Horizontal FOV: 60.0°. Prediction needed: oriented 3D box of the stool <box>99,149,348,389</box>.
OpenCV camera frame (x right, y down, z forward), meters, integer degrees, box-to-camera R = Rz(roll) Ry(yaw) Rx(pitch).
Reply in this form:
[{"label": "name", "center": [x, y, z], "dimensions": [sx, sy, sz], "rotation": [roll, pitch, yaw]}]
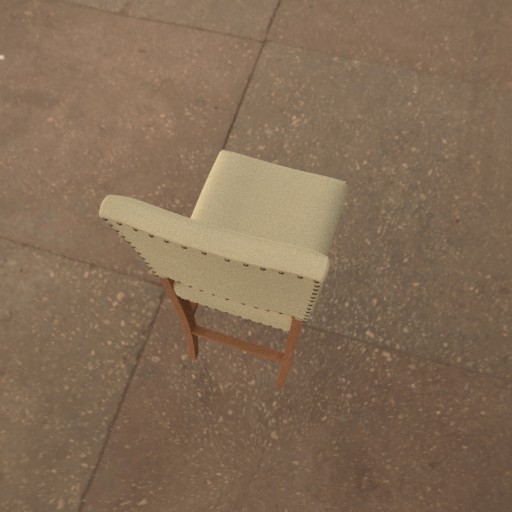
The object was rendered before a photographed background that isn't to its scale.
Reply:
[{"label": "stool", "center": [0.000, 0.000, 1.421], "dimensions": [0.445, 1.168, 0.584], "rotation": [16, 65, 8]}]
